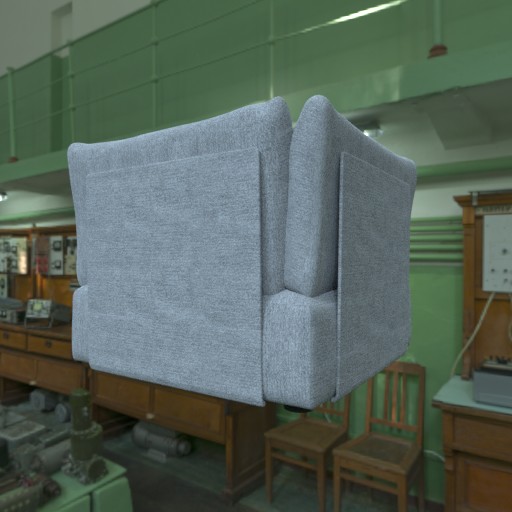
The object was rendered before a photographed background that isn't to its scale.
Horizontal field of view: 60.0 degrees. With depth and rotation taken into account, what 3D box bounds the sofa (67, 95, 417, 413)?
[{"bbox_3d":[0.000,0.000,1.728,1.000,0.820,1.000,0,0,33],"label":"sofa"}]
